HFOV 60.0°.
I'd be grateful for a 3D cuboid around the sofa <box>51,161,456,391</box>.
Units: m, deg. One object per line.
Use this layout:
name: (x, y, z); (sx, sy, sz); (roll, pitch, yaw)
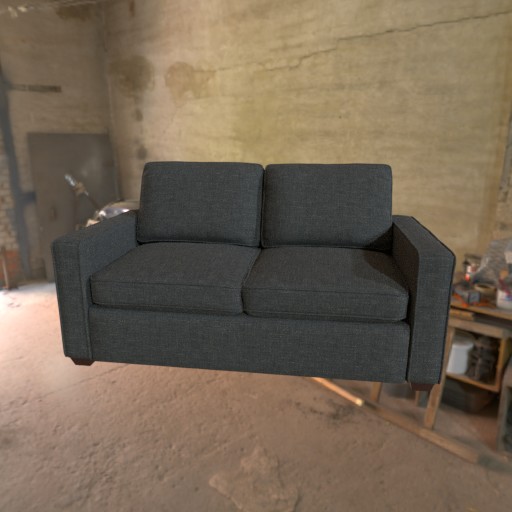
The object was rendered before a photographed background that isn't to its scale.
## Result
sofa: (0.000, 0.000, 2.280); (1.709, 0.918, 0.947); (2, 15, 8)
